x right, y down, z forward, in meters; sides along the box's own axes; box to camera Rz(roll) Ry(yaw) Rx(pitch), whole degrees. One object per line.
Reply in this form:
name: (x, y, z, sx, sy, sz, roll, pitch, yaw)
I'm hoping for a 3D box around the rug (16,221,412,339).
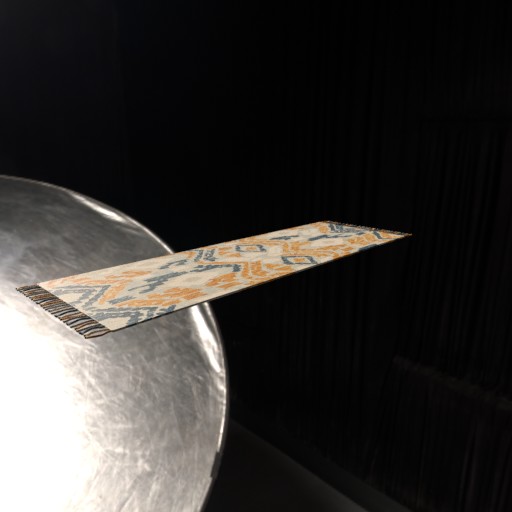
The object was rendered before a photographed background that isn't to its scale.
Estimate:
rug: (0.000, 0.000, 2.649, 0.783, 0.010, 2.437, 15, 21, 43)
